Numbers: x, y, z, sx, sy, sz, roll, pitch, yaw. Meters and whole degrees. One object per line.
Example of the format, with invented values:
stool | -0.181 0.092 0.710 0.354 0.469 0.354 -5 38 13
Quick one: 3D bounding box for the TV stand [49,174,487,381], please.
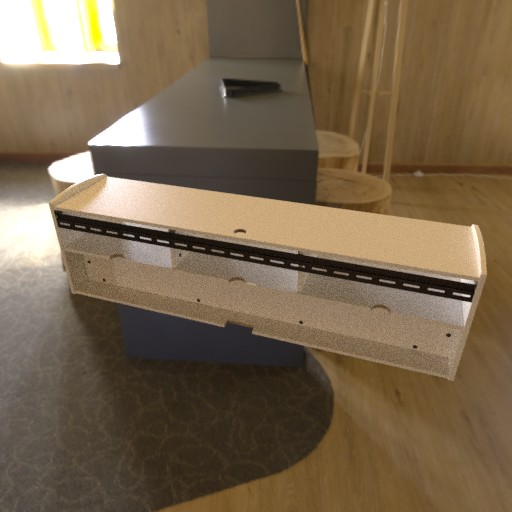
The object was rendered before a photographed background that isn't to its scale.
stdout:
TV stand | 0.000 0.000 1.677 1.473 0.424 0.397 10 32 16
